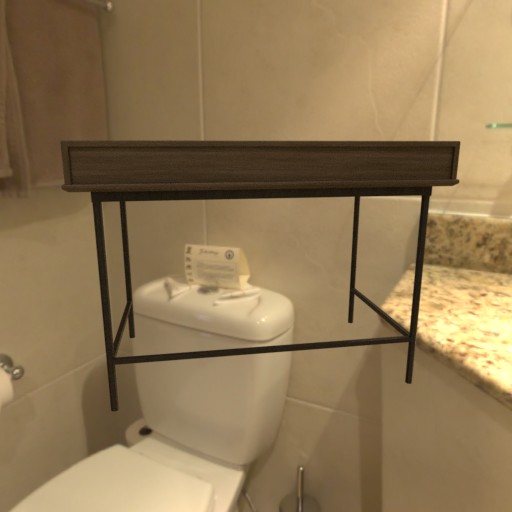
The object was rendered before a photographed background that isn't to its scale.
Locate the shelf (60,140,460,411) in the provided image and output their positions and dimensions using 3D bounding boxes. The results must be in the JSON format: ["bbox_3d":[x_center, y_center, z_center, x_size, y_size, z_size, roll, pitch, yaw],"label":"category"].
[{"bbox_3d":[0.000,0.000,1.731,1.212,0.865,0.685,-2,14,-9],"label":"shelf"}]
